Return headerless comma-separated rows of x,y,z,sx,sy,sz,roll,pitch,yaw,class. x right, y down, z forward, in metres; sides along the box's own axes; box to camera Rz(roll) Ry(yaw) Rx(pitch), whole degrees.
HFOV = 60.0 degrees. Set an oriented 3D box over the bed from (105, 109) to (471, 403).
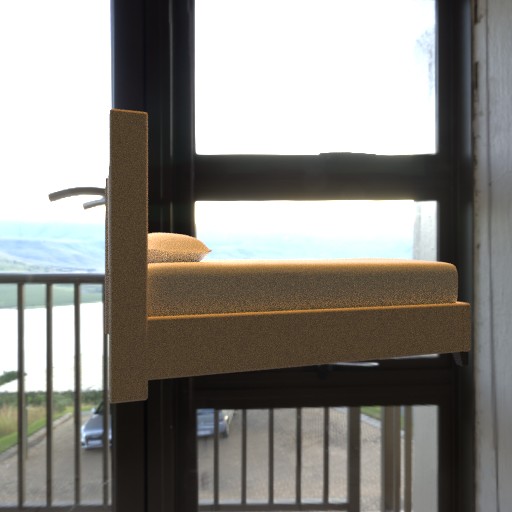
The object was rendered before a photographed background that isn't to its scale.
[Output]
0.000,0.000,3.584,2.293,1.471,2.145,0,0,-19,bed
